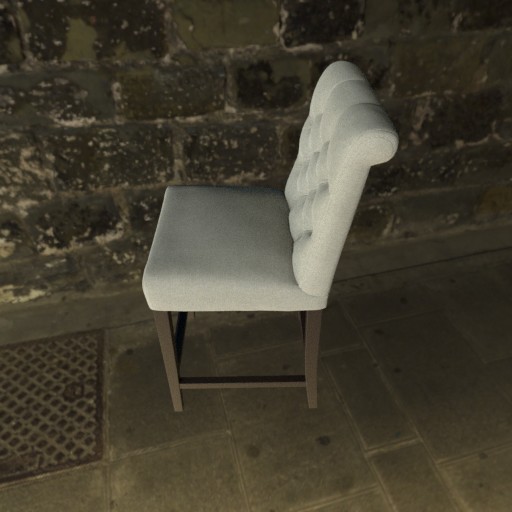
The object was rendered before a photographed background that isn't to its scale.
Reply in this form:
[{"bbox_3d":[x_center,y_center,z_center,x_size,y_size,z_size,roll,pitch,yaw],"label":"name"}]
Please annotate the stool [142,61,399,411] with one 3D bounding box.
[{"bbox_3d":[0.000,0.000,1.386,0.601,1.040,0.493,0,40,0],"label":"stool"}]
